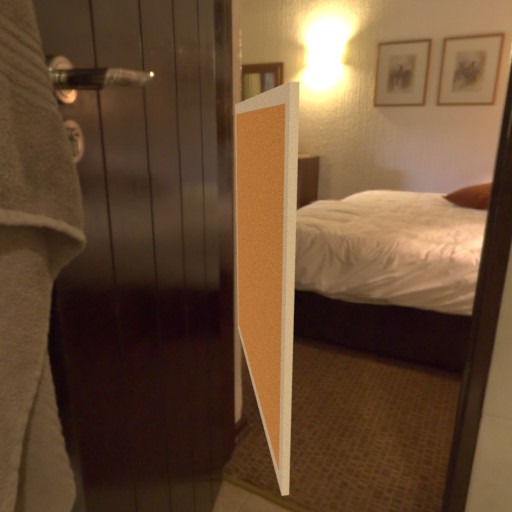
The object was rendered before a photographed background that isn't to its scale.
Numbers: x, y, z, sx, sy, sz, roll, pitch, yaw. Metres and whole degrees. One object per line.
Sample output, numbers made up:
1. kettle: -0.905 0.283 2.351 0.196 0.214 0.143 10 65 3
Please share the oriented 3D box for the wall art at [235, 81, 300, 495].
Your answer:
1. wall art: 0.000 0.000 0.675 0.009 0.457 0.456 -2 17 -8
